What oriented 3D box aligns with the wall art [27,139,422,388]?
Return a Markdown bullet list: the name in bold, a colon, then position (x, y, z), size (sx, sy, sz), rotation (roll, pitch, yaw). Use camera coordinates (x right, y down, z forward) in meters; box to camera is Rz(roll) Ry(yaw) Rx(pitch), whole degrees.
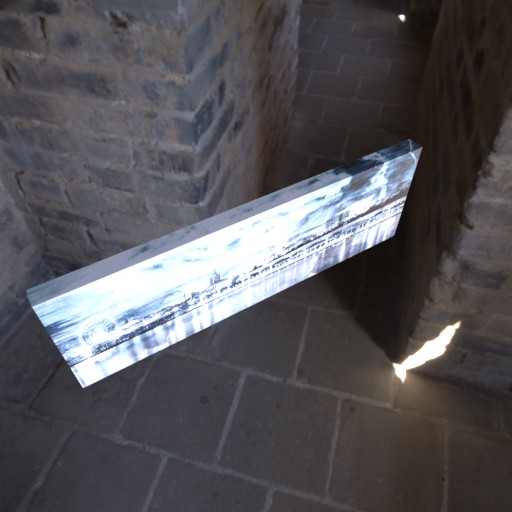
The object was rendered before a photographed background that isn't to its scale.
- **wall art**: position (0.000, 0.000, 0.859), size (0.759, 0.251, 0.037), rotation (-24, 52, -20)
